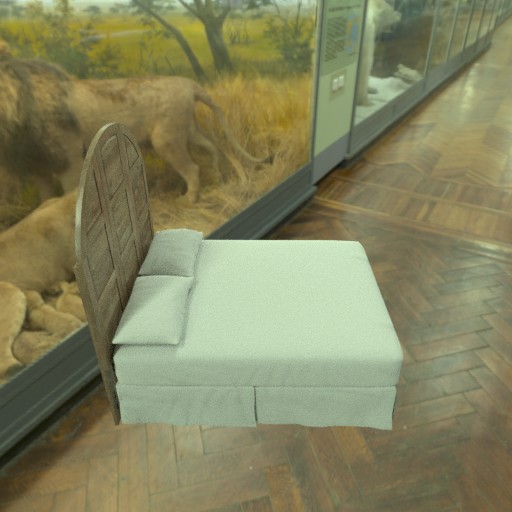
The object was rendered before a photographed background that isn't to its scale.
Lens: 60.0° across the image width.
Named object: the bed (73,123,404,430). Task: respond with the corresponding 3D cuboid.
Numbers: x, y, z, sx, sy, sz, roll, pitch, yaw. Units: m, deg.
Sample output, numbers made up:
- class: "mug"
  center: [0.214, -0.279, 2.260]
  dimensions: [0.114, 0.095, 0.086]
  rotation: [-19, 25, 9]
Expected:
- class: "bed"
  center: [0.000, 0.000, 3.471]
  dimensions: [2.112, 2.002, 1.713]
  rotation: [0, 33, 0]
